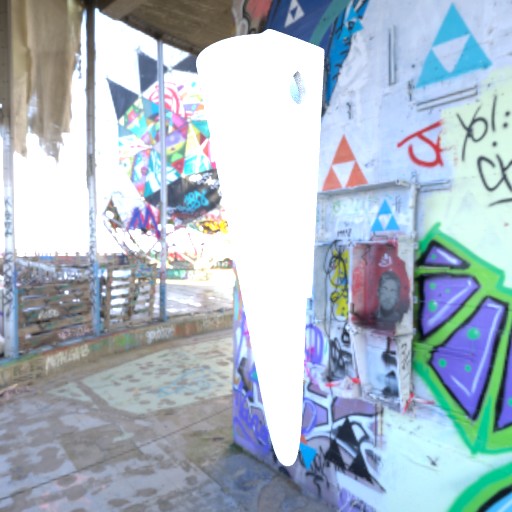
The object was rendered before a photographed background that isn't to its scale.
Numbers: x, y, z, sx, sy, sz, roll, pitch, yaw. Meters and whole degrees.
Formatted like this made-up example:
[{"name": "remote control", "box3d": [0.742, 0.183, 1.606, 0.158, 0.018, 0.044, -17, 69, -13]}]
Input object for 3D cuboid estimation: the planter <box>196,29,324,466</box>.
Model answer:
[{"name": "planter", "box3d": [0.000, 0.000, 0.224, 0.057, 0.193, 0.064, -1, 1, -36]}]
